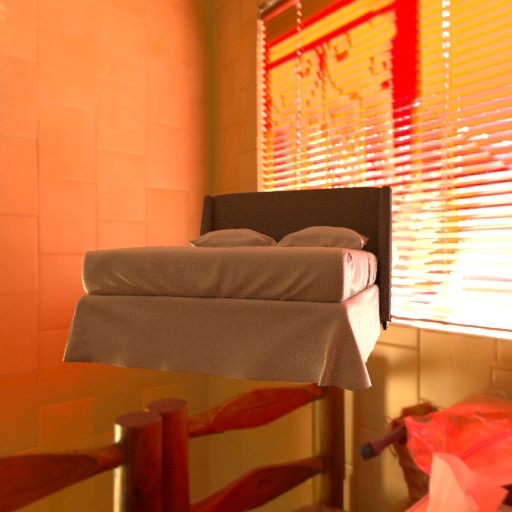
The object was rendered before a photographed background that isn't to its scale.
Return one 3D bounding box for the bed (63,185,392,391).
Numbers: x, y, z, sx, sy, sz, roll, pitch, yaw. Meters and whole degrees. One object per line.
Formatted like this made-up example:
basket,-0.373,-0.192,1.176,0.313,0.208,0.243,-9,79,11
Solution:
bed,0.000,0.000,3.439,1.925,1.332,2.276,0,0,20
